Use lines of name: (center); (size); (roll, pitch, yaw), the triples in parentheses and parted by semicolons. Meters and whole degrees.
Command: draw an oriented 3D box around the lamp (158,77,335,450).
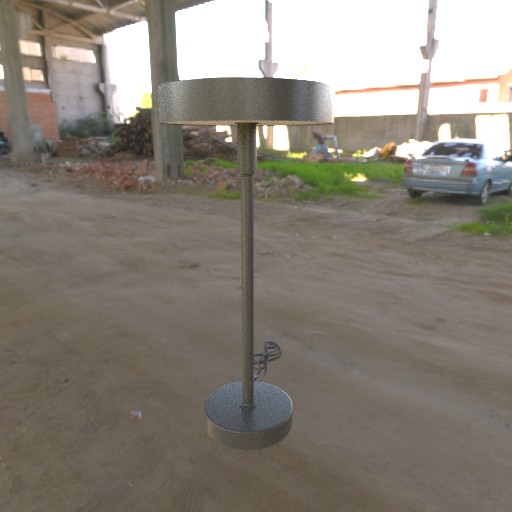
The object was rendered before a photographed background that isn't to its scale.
lamp: (0.000, 0.000, 0.710); (0.229, 0.508, 0.369); (3, 15, 10)
